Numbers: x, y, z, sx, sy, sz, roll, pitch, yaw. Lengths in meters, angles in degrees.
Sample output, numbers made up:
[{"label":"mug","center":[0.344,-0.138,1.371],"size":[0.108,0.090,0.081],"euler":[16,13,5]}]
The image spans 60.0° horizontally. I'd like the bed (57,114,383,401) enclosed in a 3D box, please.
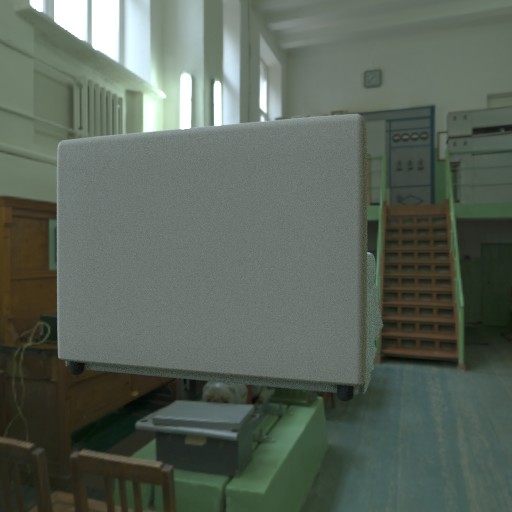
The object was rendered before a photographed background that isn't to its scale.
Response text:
[{"label":"bed","center":[0.000,0.000,3.238],"size":[1.748,1.330,2.142],"euler":[0,0,17]}]
